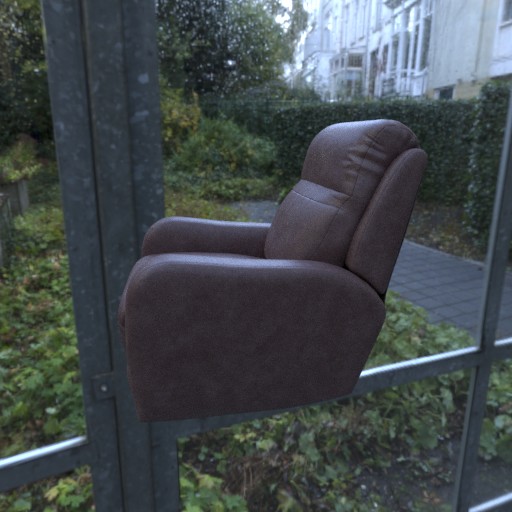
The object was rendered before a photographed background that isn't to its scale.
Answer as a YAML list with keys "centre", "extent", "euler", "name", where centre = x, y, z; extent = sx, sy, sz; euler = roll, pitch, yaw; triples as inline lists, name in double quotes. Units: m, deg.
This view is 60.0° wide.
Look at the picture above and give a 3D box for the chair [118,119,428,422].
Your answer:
- centre: [0.000, 0.000, 1.827]
  extent: [1.067, 1.067, 0.865]
  euler: [-2, 16, -9]
  name: "chair"
